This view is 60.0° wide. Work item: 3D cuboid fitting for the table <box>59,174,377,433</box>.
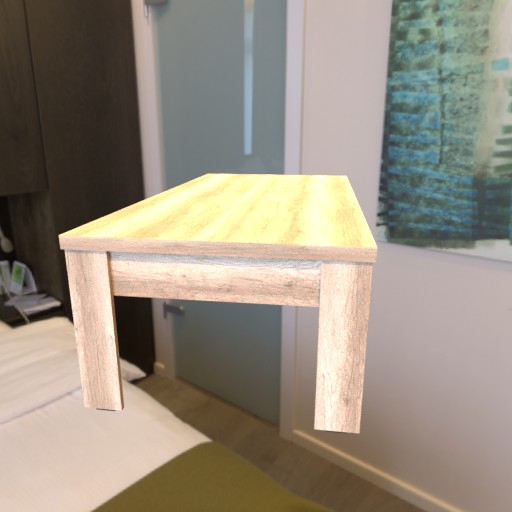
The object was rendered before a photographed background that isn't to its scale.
[{"bbox_3d":[0.000,0.000,1.655,0.700,0.460,1.350,2,17,8],"label":"table"}]
